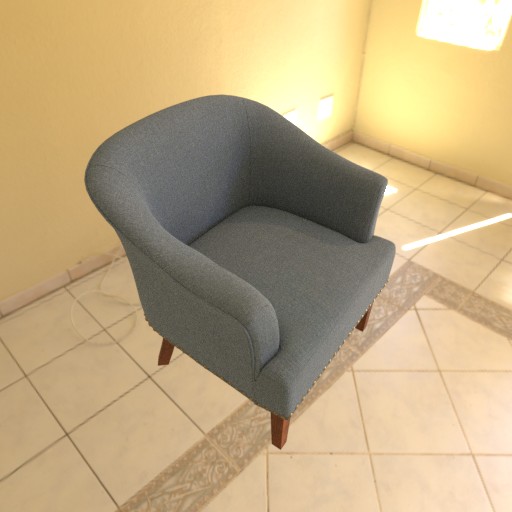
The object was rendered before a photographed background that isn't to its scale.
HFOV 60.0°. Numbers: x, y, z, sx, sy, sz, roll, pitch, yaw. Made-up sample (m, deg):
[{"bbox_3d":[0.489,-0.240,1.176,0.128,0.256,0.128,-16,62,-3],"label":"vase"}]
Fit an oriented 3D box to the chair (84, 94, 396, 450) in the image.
[{"bbox_3d":[0.000,0.000,1.435,0.704,0.815,0.798,24,45,27],"label":"chair"}]
